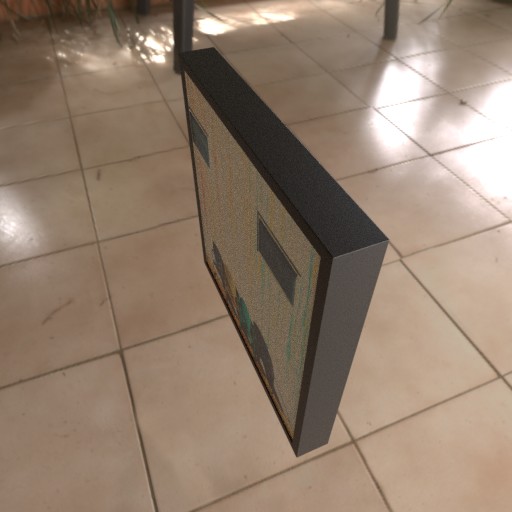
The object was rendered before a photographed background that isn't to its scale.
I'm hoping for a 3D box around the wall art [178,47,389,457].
[{"bbox_3d":[0.000,0.000,0.455,0.038,0.304,0.304,-17,49,-16],"label":"wall art"}]
